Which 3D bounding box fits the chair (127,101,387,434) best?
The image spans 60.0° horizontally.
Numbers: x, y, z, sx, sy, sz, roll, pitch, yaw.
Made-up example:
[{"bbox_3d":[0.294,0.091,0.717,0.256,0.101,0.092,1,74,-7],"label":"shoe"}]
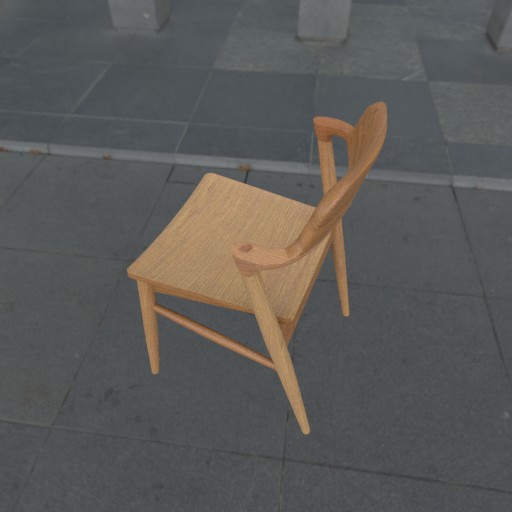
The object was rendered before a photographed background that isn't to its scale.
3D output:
[{"bbox_3d":[0.000,0.000,1.134,0.499,0.792,0.512,17,49,15],"label":"chair"}]
